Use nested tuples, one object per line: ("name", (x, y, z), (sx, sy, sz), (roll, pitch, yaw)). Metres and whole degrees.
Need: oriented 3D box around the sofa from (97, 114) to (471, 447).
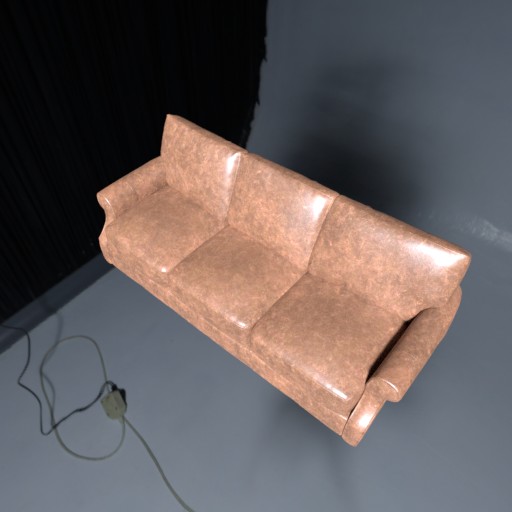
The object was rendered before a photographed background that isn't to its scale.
("sofa", (0.000, 0.000, 2.825), (2.351, 0.977, 0.973), (31, 53, 26))
